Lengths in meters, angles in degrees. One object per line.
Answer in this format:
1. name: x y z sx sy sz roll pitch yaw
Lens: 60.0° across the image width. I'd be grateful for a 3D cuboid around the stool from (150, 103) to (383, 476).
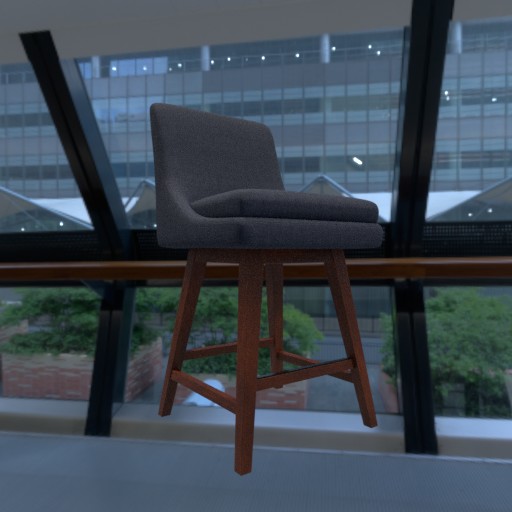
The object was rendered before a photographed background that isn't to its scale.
1. stool: 0.000 0.000 1.225 0.467 0.895 0.524 -1 1 -36
